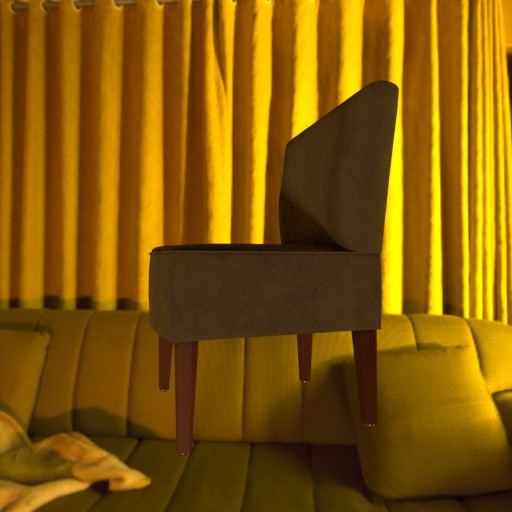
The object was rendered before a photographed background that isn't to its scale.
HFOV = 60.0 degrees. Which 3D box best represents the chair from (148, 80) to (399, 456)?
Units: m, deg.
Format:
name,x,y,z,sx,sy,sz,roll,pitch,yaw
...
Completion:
name,x,y,z,sx,sy,sz,roll,pitch,yaw
chair,0.000,0.000,1.174,0.554,0.806,0.521,0,-1,-17
